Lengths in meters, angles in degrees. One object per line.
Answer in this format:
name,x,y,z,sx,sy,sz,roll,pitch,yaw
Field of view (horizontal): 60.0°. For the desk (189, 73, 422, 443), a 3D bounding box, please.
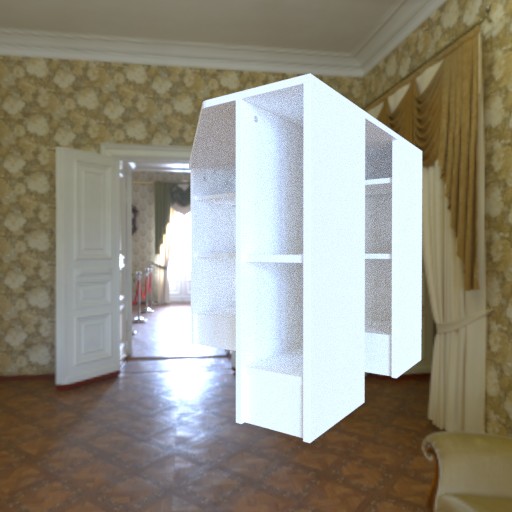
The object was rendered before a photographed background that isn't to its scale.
desk,0.000,0.000,1.628,0.940,0.818,0.926,0,1,35
